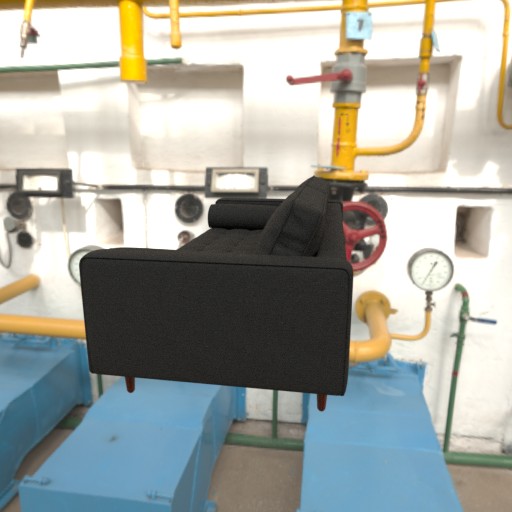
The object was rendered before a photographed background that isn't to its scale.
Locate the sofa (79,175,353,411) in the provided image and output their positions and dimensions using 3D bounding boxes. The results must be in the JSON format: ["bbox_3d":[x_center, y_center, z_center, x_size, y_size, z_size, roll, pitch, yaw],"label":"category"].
[{"bbox_3d":[0.000,0.000,2.320,0.914,0.759,1.875,2,14,10],"label":"sofa"}]
